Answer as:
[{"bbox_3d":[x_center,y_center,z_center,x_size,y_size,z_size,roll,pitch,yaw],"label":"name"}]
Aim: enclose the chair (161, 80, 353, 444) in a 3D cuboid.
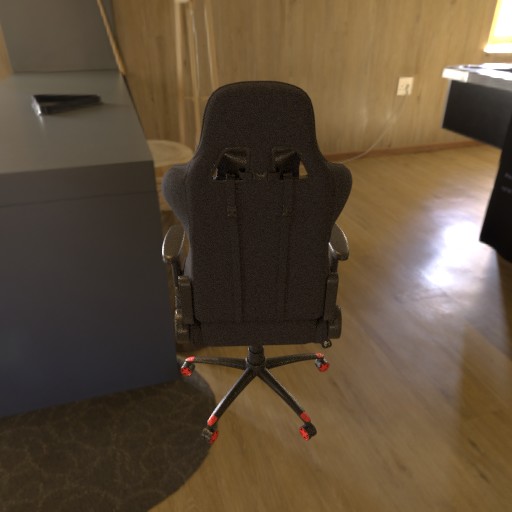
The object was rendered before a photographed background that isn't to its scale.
[{"bbox_3d":[0.000,0.000,1.686,0.695,1.326,0.658,-1,30,-2],"label":"chair"}]
